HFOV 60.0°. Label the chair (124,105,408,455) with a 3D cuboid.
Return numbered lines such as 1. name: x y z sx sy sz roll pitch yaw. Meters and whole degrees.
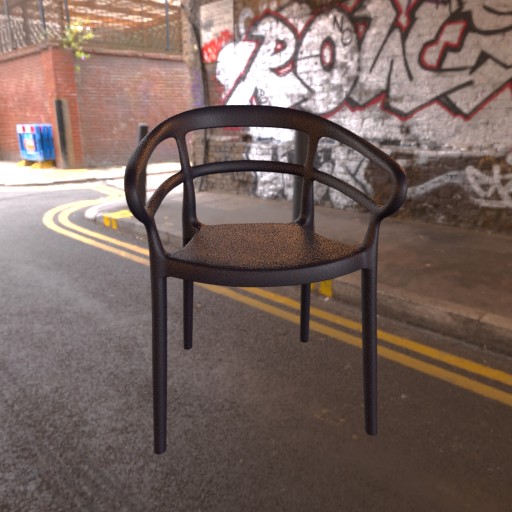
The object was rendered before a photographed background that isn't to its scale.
1. chair: 0.000 0.000 1.142 0.559 0.761 0.527 -2 16 -7
